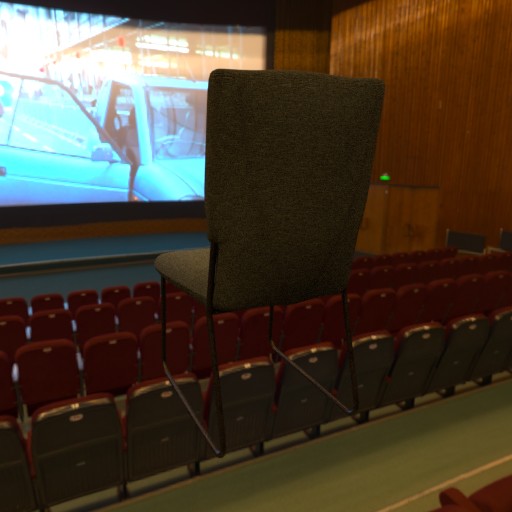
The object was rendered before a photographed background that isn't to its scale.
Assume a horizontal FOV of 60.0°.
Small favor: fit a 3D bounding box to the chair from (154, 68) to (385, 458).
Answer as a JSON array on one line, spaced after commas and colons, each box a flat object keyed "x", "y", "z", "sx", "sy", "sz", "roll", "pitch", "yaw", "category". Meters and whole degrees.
[{"x": 0.000, "y": 0.000, "z": 1.295, "sx": 0.480, "sy": 0.931, "sz": 0.635, "roll": -7, "pitch": 15, "yaw": -25, "category": "chair"}]
